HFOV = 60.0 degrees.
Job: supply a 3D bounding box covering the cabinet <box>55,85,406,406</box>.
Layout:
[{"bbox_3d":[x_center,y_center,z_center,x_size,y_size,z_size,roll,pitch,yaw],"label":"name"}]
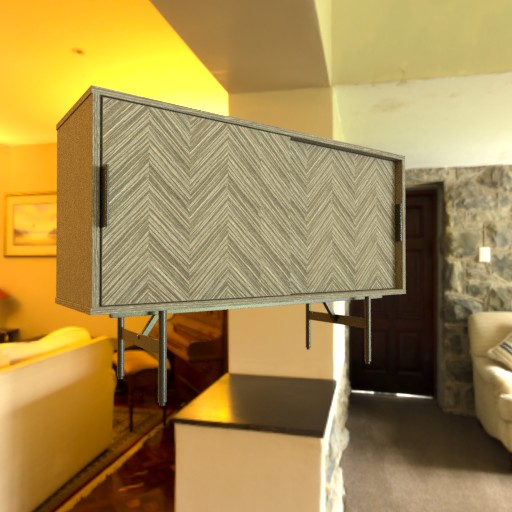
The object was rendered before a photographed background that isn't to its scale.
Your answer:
[{"bbox_3d":[0.000,0.000,1.516,1.194,0.787,0.405,1,-1,-36],"label":"cabinet"}]
